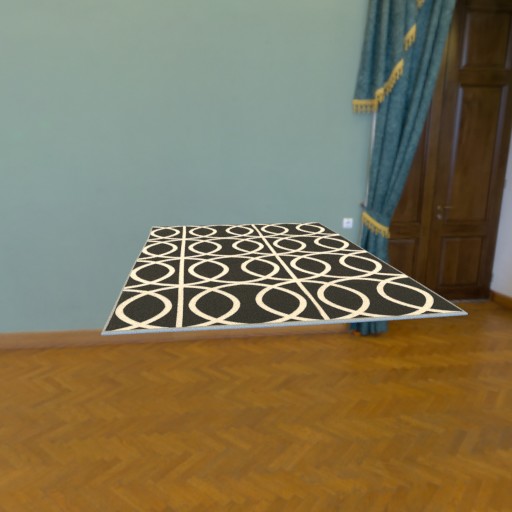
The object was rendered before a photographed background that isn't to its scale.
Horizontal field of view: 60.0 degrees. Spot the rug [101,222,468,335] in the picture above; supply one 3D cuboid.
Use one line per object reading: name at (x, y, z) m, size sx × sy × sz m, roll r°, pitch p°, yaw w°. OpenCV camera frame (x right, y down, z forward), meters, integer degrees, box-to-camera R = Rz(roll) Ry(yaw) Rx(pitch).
rug at (0.000, 0.000, 2.891) m, size 1.528 × 0.014 × 2.294 m, roll -2°, pitch 14°, yaw -8°
